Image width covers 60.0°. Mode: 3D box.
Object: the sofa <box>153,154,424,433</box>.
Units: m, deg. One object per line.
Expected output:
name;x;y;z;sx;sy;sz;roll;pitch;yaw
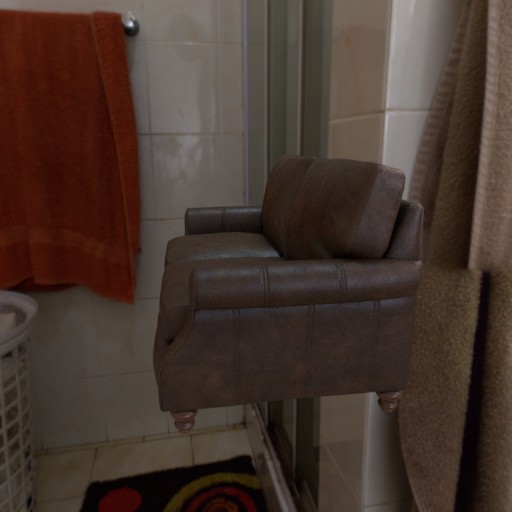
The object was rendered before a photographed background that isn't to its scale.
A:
sofa;0.000;0.000;2.235;0.990;0.976;1.616;-2;14;-9
